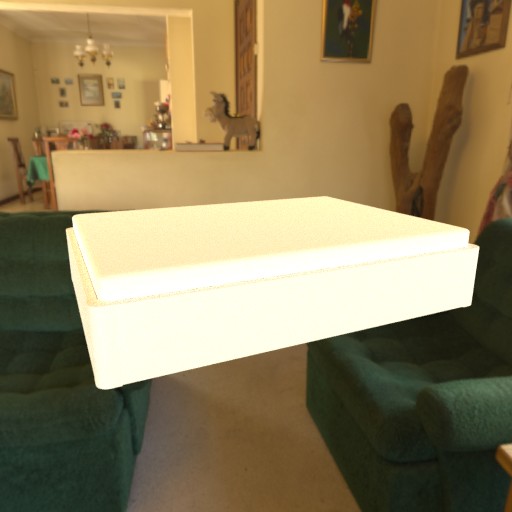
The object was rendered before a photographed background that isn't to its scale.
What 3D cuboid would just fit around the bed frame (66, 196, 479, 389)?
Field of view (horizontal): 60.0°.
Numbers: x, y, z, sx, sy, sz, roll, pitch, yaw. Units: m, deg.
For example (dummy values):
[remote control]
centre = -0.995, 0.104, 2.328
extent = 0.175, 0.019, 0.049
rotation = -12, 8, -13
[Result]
[bed frame]
centre = 0.000, 0.000, 2.508
extent = 1.900, 0.406, 1.400
rotation = -7, 17, -24
